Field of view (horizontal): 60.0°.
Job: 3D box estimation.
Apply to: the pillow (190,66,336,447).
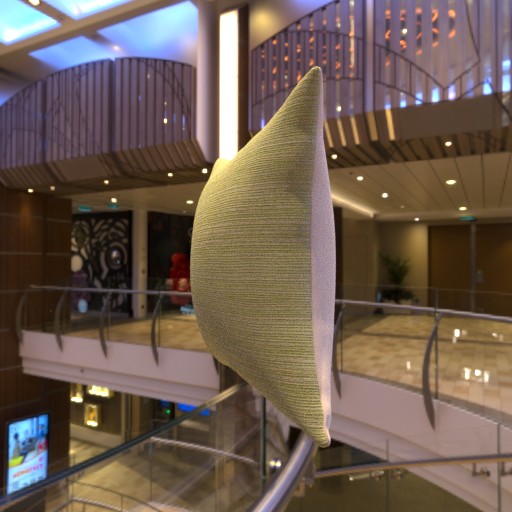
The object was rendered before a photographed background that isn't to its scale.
[{"bbox_3d":[0.000,0.000,0.812,0.229,0.487,0.560,0,-1,-19],"label":"pillow"}]
